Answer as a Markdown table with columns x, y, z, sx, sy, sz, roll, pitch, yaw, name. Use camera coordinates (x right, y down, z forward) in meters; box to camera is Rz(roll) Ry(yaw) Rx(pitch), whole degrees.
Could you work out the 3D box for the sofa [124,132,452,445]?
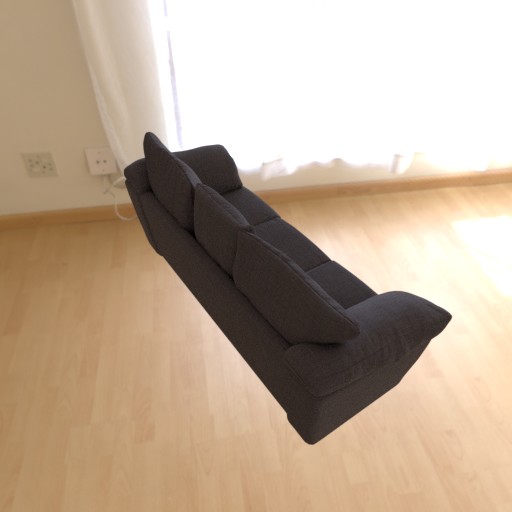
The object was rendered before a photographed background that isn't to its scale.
| x | y | z | sx | sy | sz | roll | pitch | yaw | name |
| --- | --- | --- | --- | --- | --- | --- | --- | --- | --- |
| 0.000 | 0.000 | 2.934 | 0.883 | 1.080 | 2.336 | -24 | 47 | -25 | sofa |
